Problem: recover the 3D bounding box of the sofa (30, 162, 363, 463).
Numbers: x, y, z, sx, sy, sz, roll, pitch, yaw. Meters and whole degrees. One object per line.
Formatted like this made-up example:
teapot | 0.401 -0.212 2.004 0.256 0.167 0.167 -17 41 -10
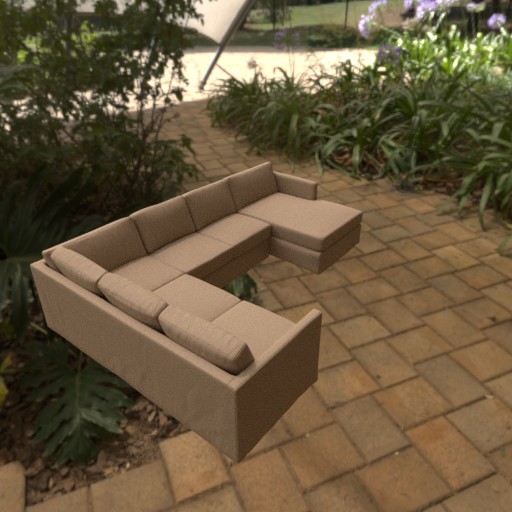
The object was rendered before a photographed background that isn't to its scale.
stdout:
sofa | 0.000 0.000 4.588 2.427 0.882 3.460 21 35 33
